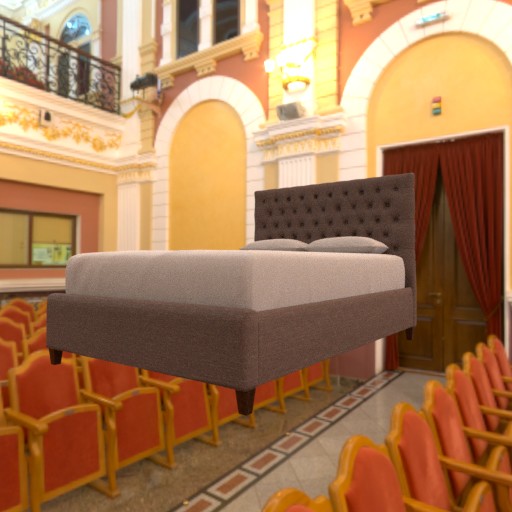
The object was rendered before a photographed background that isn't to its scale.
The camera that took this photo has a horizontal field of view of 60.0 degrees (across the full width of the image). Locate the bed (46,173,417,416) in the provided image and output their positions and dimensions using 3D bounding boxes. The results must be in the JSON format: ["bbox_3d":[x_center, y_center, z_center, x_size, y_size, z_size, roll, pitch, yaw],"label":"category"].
[{"bbox_3d":[0.000,0.000,3.359,1.698,1.427,2.387,0,-1,37],"label":"bed"}]
